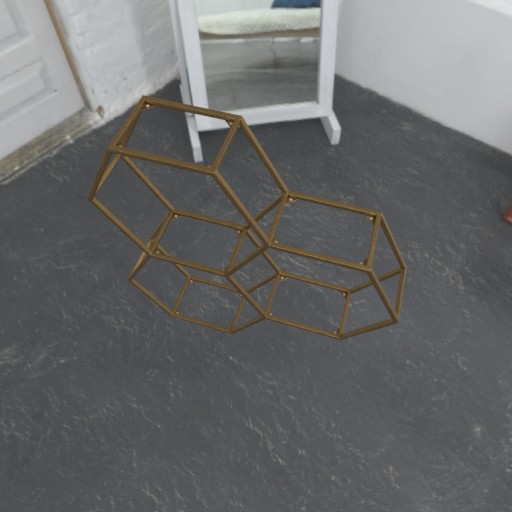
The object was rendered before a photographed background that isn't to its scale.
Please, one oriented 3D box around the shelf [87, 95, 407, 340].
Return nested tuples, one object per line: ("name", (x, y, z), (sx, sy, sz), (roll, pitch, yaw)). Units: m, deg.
("shelf", (0.000, 0.000, 1.076), (0.708, 0.701, 0.150), (15, 59, 9))
